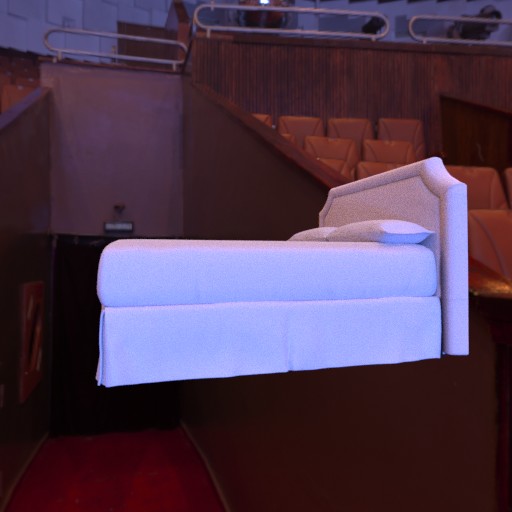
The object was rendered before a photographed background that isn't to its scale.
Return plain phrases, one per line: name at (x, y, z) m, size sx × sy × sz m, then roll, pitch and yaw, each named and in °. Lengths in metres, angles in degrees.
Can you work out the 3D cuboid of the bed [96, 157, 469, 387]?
bed at (0.000, 0.000, 3.232) m, size 2.164 × 1.297 × 1.828 m, roll 0°, pitch 0°, yaw -18°
